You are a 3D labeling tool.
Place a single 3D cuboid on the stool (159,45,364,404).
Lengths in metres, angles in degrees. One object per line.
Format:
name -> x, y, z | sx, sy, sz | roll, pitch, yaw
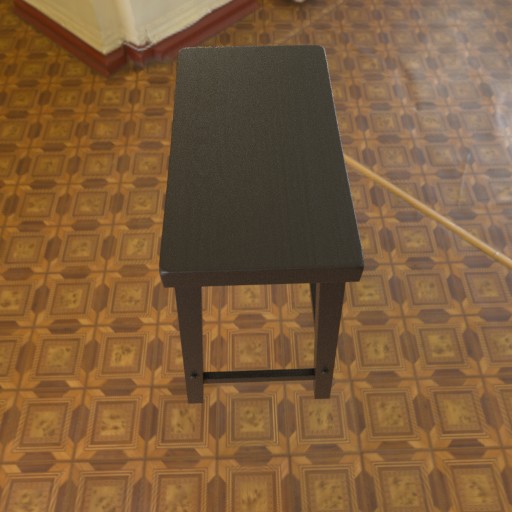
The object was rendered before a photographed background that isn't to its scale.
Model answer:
stool -> 0.000, 0.000, 0.853 | 0.322, 0.610, 0.406 | -2, 59, -1
